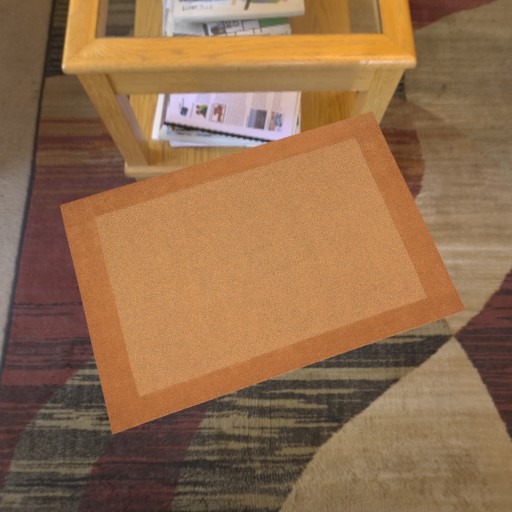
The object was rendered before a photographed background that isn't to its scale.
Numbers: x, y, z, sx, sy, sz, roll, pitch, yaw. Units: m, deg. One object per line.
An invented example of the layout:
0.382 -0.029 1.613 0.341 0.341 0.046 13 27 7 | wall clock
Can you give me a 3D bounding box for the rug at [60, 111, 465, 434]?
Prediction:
0.000 0.000 2.320 1.829 0.014 1.219 -18 75 -5 | rug
